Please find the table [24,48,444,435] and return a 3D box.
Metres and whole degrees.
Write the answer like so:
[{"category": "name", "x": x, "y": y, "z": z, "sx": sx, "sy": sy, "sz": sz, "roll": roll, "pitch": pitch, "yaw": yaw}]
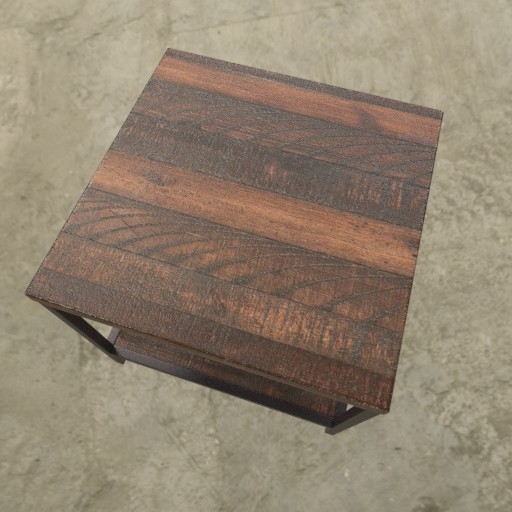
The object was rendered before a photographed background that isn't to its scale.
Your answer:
[{"category": "table", "x": 0.000, "y": 0.000, "z": 0.953, "sx": 0.548, "sy": 0.482, "sz": 0.553, "roll": 16, "pitch": 65, "yaw": 8}]
